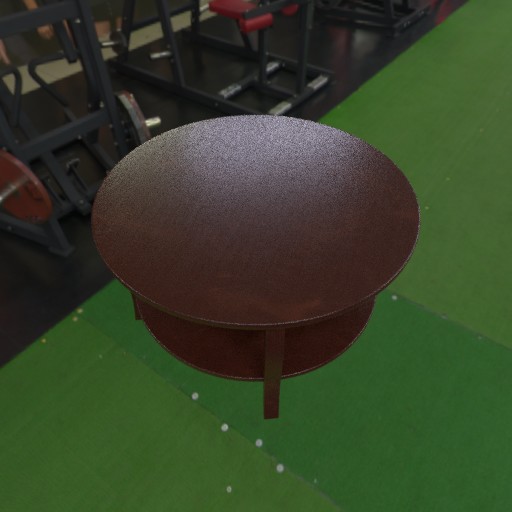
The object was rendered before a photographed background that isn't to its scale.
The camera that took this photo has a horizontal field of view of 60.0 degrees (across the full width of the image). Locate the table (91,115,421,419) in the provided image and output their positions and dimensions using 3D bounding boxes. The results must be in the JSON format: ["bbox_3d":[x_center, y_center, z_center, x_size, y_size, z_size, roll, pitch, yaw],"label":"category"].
[{"bbox_3d":[0.000,0.000,1.447,0.911,0.512,0.911,0,46,0],"label":"table"}]
